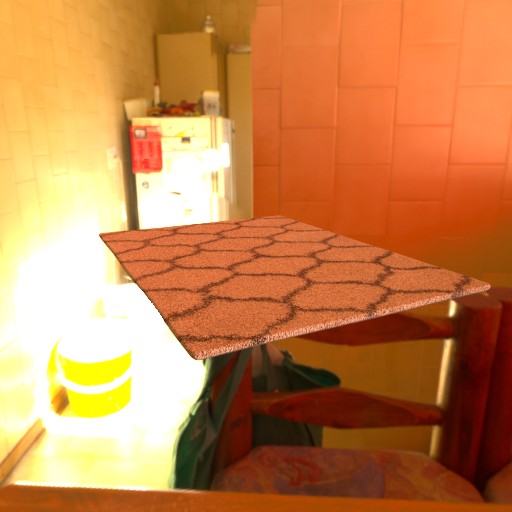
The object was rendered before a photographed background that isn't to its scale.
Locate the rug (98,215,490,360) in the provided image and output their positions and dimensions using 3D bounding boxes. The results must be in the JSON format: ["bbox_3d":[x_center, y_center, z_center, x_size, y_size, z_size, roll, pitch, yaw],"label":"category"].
[{"bbox_3d":[0.000,0.000,2.103,1.200,0.025,1.600,-8,18,-26],"label":"rug"}]
